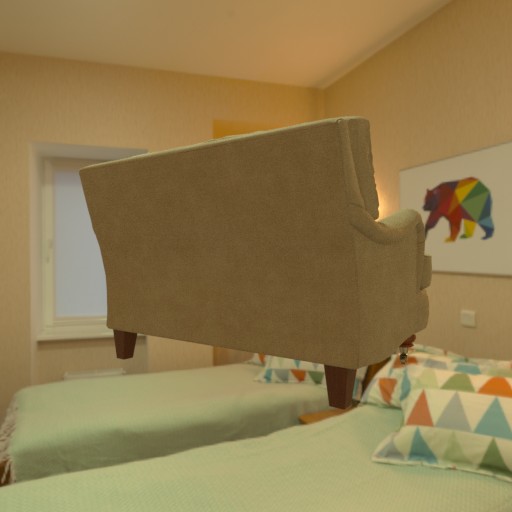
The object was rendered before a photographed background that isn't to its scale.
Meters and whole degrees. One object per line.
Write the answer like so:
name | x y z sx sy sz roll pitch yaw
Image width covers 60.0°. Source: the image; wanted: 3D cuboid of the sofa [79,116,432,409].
sofa | 0.000 0.000 2.250 1.498 1.087 1.086 0 1 36
